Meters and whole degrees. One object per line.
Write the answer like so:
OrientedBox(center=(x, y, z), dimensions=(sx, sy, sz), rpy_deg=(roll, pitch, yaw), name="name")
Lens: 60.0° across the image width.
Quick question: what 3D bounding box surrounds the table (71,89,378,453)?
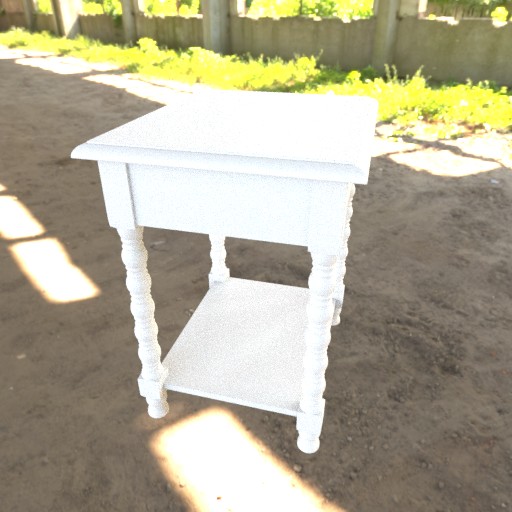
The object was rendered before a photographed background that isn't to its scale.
OrientedBox(center=(0.000, 0.000, 0.854), dimensions=(0.381, 0.531, 0.460), rpy_deg=(8, 30, 13), name="table")
